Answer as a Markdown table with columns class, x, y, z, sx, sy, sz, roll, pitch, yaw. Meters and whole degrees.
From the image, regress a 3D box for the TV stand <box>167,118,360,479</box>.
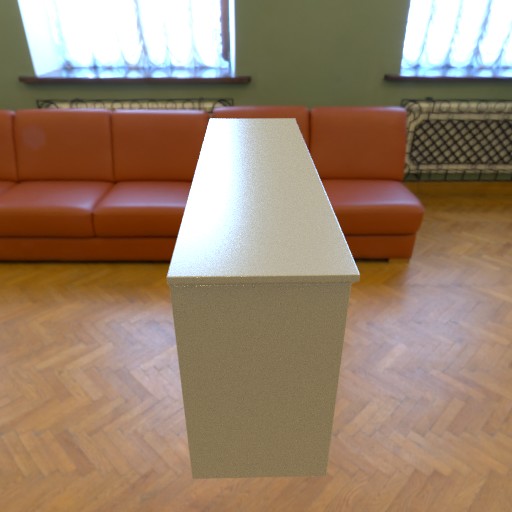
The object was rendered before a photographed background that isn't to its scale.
| class | x | y | z | sx | sy | sz | roll | pitch | yaw |
| --- | --- | --- | --- | --- | --- | --- | --- | --- | --- |
| TV stand | 0.000 | 0.000 | 1.440 | 0.344 | 0.603 | 1.167 | -1 | 30 | -1 |
